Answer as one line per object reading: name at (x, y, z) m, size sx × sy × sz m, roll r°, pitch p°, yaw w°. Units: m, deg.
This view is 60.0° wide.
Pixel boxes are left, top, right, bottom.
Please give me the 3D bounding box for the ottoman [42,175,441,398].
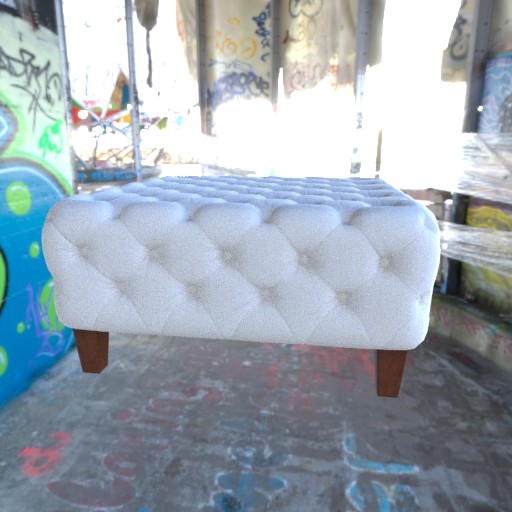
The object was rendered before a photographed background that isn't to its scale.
ottoman at (0.000, 0.000, 1.171) m, size 0.755 × 0.376 × 0.753 m, roll 2°, pitch 15°, yaw 8°
